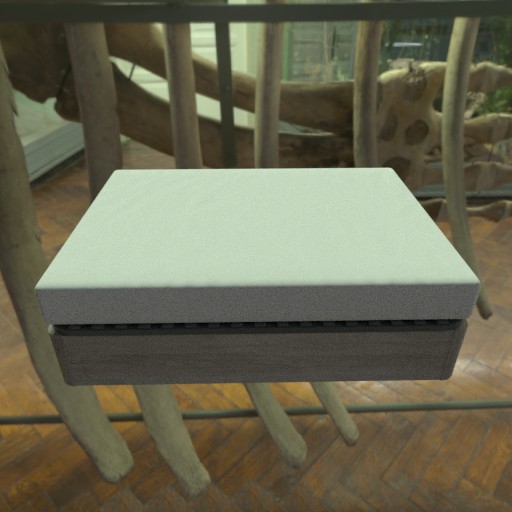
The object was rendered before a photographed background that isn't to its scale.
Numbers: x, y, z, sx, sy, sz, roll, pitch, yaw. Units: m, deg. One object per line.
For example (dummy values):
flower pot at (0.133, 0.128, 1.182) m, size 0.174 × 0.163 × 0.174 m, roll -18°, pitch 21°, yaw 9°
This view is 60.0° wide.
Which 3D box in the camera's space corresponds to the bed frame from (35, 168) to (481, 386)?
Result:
bed frame at (0.000, 0.000, 2.560) m, size 1.900 × 0.561 × 1.400 m, roll -1°, pitch 32°, yaw -1°
